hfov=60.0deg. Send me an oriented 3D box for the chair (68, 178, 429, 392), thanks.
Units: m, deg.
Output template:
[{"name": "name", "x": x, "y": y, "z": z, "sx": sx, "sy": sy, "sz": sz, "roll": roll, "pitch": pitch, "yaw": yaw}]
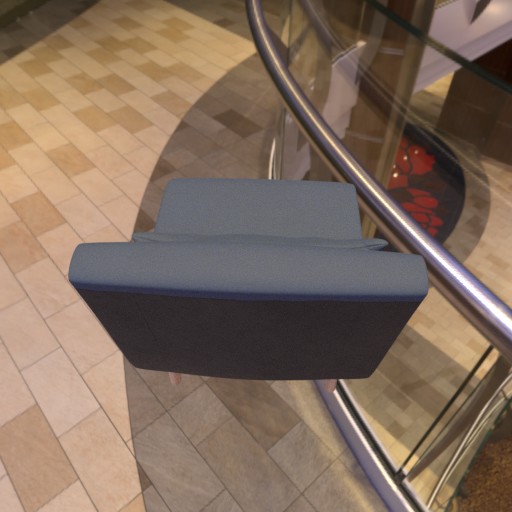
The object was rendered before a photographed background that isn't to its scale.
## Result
[{"name": "chair", "x": 0.000, "y": 0.000, "z": 1.491, "sx": 0.770, "sy": 0.808, "sz": 0.900, "roll": 2, "pitch": 47, "yaw": 2}]
